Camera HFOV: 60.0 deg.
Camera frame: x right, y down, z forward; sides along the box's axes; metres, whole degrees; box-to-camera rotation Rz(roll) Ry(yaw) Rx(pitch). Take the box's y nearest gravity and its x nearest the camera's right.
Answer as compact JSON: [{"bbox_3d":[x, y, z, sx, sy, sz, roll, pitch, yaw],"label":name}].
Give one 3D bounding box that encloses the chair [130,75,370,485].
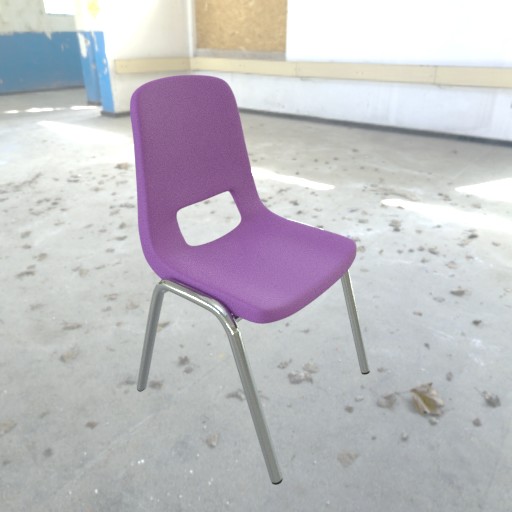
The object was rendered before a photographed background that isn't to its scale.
[{"bbox_3d":[0.000,0.000,0.671,0.301,0.493,0.291,19,33,33],"label":"chair"}]
